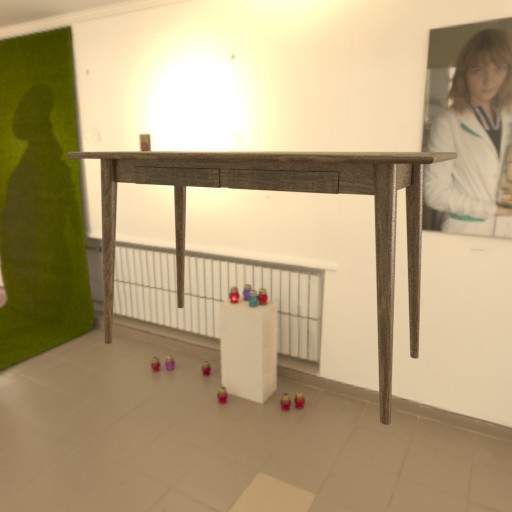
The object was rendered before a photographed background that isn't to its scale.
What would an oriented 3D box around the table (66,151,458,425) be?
[{"bbox_3d":[0.000,0.000,1.708,1.300,0.780,0.599,7,16,28],"label":"table"}]
